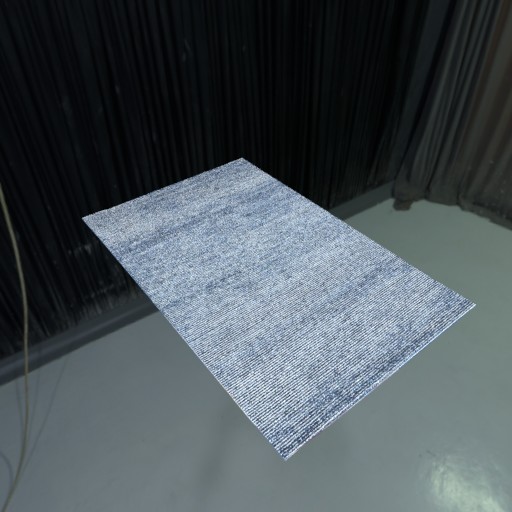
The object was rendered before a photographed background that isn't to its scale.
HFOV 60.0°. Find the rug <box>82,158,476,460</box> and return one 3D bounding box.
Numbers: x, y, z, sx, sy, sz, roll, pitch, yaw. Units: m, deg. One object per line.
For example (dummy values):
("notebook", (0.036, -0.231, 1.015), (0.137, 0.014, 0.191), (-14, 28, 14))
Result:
("rug", (0.000, 0.000, 2.290), (1.159, 0.025, 1.793), (-27, 47, -28))
